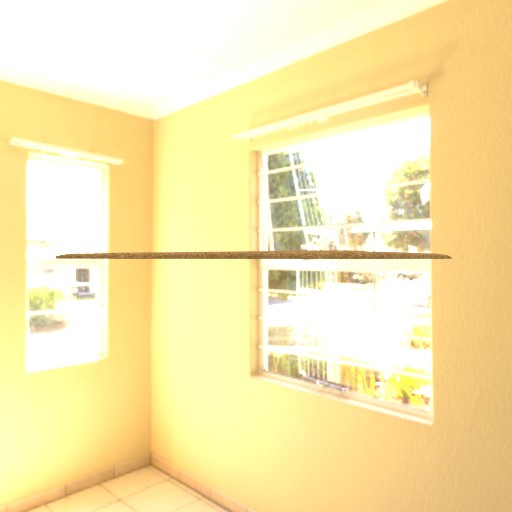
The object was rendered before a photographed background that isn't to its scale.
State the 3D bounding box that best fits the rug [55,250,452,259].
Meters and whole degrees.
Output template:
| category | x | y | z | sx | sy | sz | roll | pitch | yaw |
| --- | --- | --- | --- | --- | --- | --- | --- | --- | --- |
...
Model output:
| category | x | y | z | sx | sy | sz | roll | pitch | yaw |
| --- | --- | --- | --- | --- | --- | --- | --- | --- | --- |
| rug | 0.000 | 0.000 | 3.943 | 2.873 | 0.050 | 2.242 | 0 | 0 | 35 |
